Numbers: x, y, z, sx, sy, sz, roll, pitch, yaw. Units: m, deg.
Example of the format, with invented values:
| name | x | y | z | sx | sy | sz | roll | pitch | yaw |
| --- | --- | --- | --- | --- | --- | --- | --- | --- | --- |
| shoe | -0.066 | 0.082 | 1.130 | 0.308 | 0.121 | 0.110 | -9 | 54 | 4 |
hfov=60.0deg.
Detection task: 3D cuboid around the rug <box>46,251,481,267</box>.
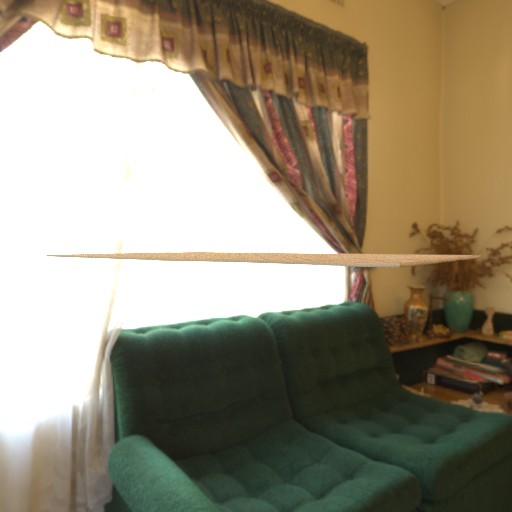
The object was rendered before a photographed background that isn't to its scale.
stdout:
| name | x | y | z | sx | sy | sz | roll | pitch | yaw |
| --- | --- | --- | --- | --- | --- | --- | --- | --- | --- |
| rug | 0.000 | 0.000 | 2.953 | 2.459 | 0.023 | 1.575 | 1 | 2 | 36 |
